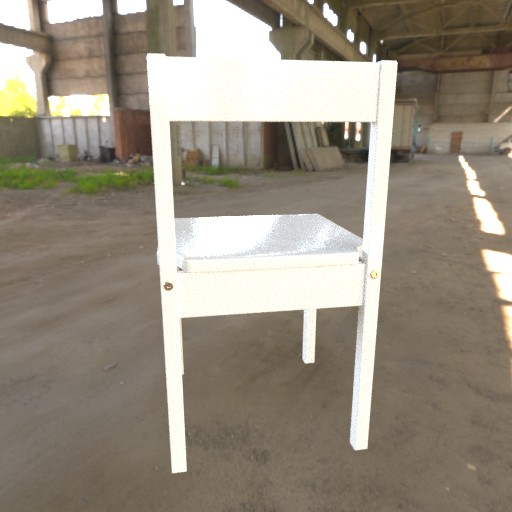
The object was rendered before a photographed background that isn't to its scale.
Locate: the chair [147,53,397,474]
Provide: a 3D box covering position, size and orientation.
[{"bbox_3d":[0.000,0.000,0.871,0.367,0.668,0.361,-3,16,-10],"label":"chair"}]
